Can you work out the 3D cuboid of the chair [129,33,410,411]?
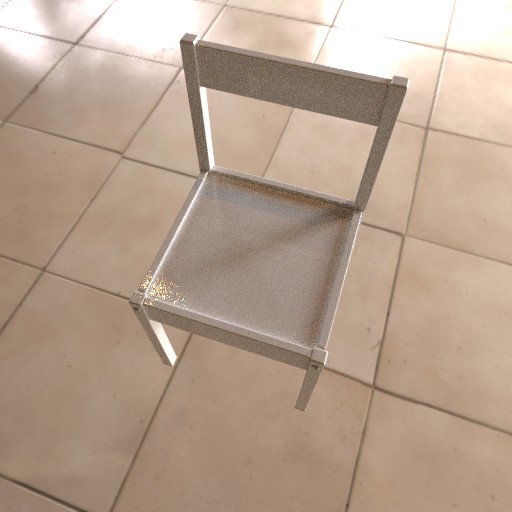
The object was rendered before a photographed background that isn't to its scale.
[{"bbox_3d":[0.000,0.000,0.684,0.285,0.505,0.285,16,60,9],"label":"chair"}]
